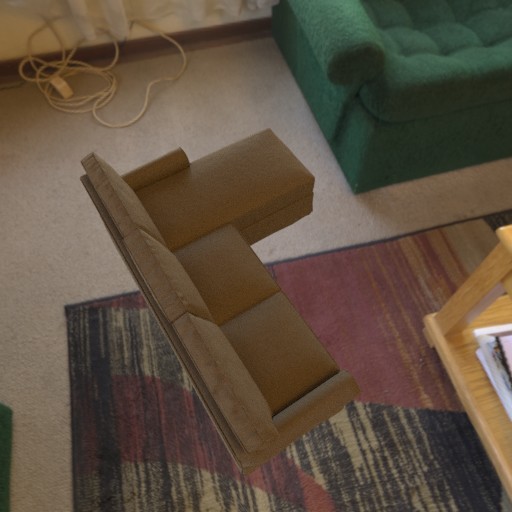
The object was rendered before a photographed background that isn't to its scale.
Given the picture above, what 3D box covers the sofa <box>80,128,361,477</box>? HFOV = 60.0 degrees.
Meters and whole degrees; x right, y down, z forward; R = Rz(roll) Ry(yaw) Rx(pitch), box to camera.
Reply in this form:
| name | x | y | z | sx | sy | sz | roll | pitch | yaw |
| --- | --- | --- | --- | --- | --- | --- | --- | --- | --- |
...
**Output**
| name | x | y | z | sx | sy | sz | roll | pitch | yaw |
| --- | --- | --- | --- | --- | --- | --- | --- | --- | --- |
| sofa | 0.000 | 0.000 | 3.374 | 1.733 | 0.978 | 2.475 | -28 | 63 | -16 |
